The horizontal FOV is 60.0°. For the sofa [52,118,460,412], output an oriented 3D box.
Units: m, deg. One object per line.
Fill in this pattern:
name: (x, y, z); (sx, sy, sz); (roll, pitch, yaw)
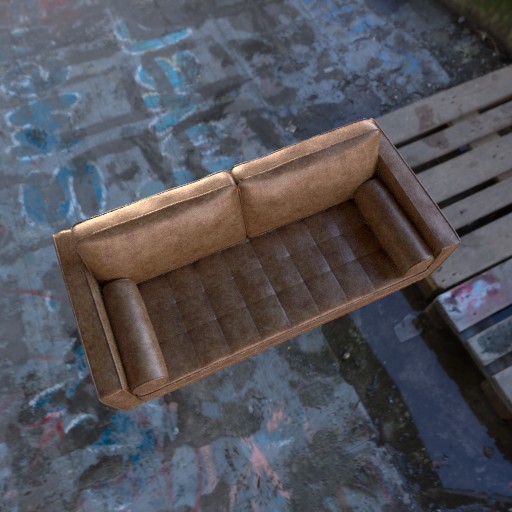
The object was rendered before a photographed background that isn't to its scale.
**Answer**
sofa: (0.000, 0.000, 2.435); (1.920, 0.825, 0.924); (-22, 67, -10)
